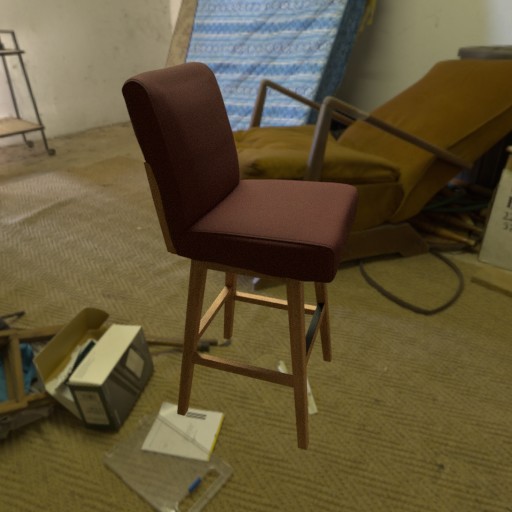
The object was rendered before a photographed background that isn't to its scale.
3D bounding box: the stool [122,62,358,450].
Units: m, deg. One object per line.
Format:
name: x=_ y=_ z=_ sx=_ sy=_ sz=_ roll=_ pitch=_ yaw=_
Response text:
stool: x=0.000 y=0.000 z=1.405 sx=0.562 sy=1.093 sz=0.468 roll=9 pitch=30 yaw=16
